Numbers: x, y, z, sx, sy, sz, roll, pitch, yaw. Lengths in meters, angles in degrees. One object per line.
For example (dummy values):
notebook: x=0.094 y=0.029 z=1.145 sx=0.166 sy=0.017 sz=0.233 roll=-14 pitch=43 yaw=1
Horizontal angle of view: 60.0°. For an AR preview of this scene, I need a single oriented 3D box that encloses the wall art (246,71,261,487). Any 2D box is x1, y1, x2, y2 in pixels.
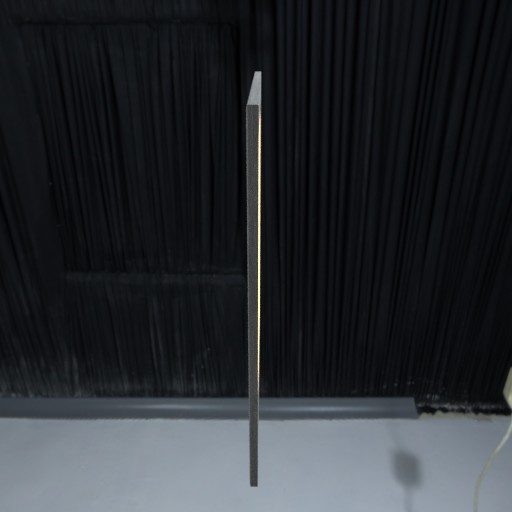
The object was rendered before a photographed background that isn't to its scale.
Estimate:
wall art: x=0.000 y=0.000 z=0.780 sx=0.013 sy=0.570 sz=0.476 roll=0 pitch=26 yaw=1
